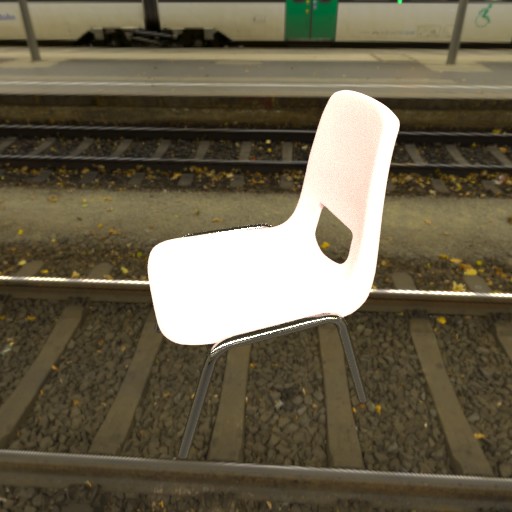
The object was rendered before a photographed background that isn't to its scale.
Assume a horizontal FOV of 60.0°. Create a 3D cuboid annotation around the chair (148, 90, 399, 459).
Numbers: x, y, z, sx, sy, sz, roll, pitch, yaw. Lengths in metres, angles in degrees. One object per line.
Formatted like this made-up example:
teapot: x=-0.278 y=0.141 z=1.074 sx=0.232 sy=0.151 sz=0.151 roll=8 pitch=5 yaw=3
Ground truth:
chair: x=0.000 y=0.000 z=0.801 sx=0.385 sy=0.537 sz=0.354 roll=-9 pitch=33 yaw=-15
